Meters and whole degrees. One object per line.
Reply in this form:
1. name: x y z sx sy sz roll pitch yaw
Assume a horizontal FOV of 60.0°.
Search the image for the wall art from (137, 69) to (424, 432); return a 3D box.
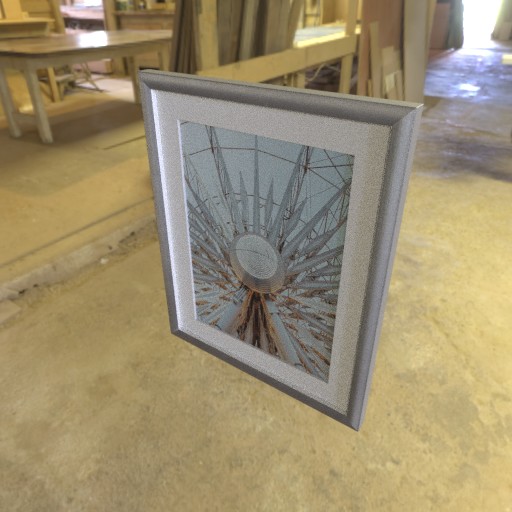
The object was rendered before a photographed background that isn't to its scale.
1. wall art: 0.000 0.000 0.762 0.458 0.558 0.029 20 36 30
